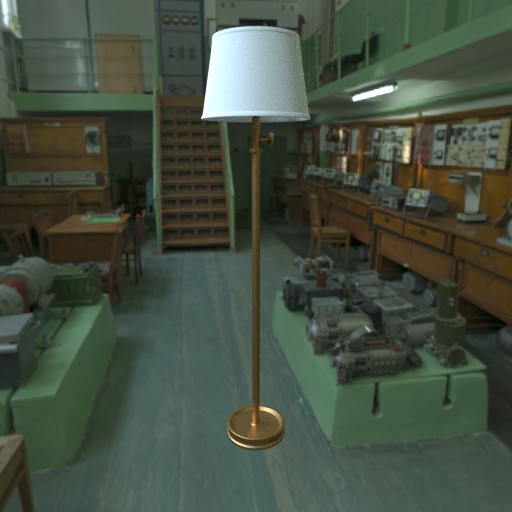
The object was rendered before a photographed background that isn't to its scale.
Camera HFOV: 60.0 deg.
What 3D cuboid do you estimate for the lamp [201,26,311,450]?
[{"bbox_3d":[0.000,0.000,0.786,0.178,0.710,0.178,0,14,0],"label":"lamp"}]
